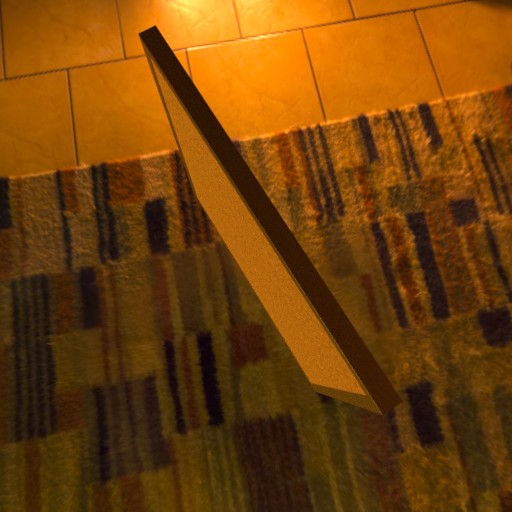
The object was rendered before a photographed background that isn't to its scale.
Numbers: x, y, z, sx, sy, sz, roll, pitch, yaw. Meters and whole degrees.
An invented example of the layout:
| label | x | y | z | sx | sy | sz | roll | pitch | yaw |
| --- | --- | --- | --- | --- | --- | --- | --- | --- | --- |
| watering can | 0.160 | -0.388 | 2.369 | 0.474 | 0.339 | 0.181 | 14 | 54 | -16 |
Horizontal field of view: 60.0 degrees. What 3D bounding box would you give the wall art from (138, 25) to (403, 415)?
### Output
| label | x | y | z | sx | sy | sz | roll | pitch | yaw |
| --- | --- | --- | --- | --- | --- | --- | --- | --- | --- |
| wall art | 0.000 | 0.000 | 1.096 | 0.036 | 0.765 | 0.767 | -30 | 77 | -7 |
